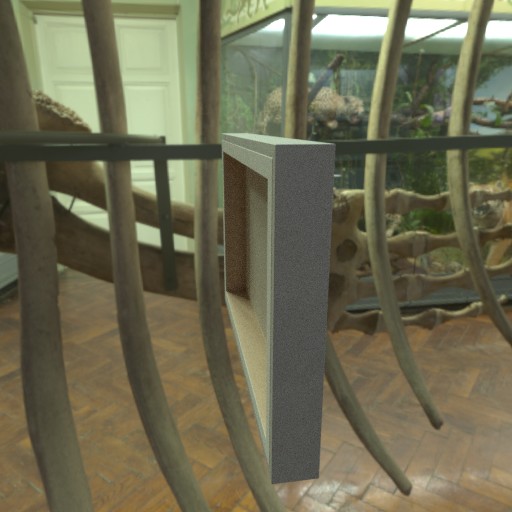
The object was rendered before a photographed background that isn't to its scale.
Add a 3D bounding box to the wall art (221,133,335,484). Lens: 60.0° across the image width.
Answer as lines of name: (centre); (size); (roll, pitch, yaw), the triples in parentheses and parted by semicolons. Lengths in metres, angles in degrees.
wall art: (0.000, 0.000, 0.488); (0.038, 0.254, 0.381); (-3, 17, -9)
